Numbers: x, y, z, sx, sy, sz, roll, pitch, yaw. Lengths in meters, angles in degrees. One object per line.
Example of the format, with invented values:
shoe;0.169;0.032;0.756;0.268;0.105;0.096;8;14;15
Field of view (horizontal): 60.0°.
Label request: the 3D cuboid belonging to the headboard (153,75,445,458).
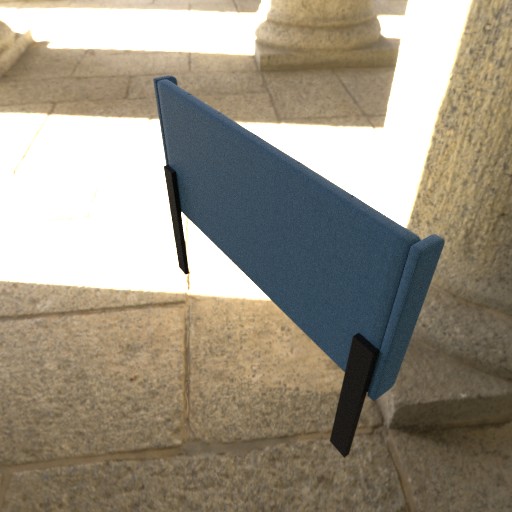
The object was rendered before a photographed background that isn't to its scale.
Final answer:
headboard;0.000;0.000;2.634;0.184;1.524;2.051;-25;47;-26
